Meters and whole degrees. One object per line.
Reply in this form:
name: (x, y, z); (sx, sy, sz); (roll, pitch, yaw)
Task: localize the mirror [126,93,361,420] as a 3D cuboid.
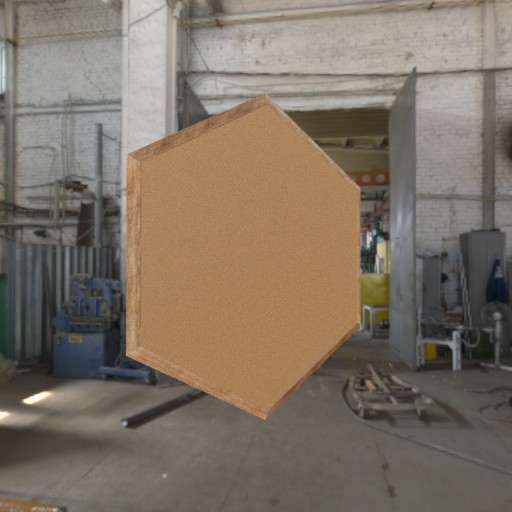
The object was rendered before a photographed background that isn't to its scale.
mirror: (0.000, 0.000, 1.087); (0.675, 0.779, 0.091); (0, -1, -36)
